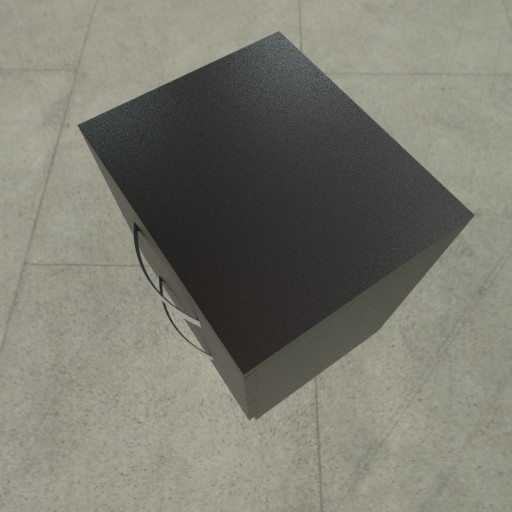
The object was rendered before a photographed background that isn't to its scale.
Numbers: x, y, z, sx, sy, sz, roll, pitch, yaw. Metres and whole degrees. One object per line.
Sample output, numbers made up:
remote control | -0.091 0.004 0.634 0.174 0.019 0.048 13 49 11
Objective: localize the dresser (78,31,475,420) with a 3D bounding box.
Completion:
dresser | 0.000 0.000 0.768 0.360 0.470 0.400 -32 68 -15
